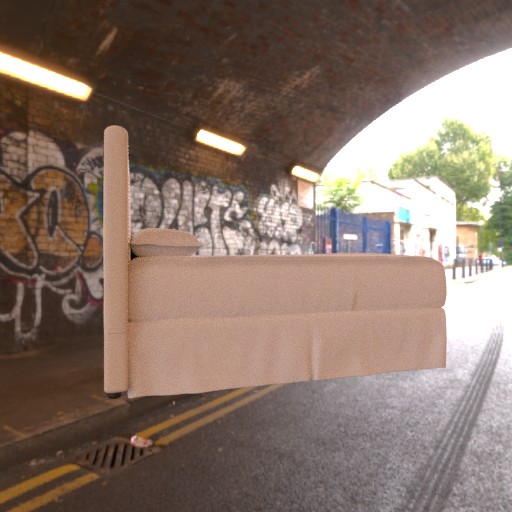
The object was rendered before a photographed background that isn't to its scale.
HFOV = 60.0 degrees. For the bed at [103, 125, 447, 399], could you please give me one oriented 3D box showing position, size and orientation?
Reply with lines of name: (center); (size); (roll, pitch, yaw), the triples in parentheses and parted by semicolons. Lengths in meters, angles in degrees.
bed: (0.000, 0.000, 3.306); (2.143, 1.460, 1.753); (0, 0, -18)
